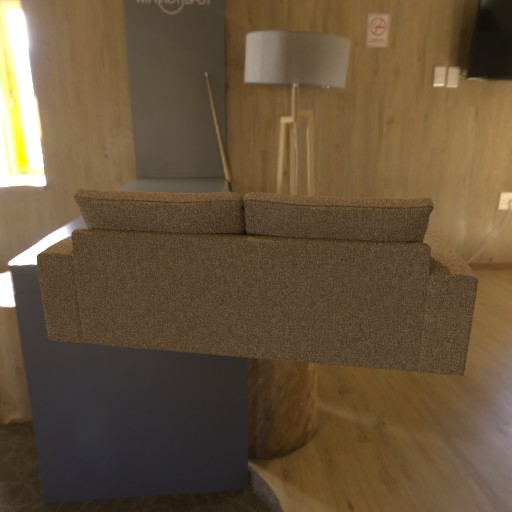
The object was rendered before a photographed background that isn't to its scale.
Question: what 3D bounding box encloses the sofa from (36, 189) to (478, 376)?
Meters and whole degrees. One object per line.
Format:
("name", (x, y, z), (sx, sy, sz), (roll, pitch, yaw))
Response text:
("sofa", (0.000, 0.000, 2.777), (2.299, 0.922, 1.040), (3, 17, 9))
